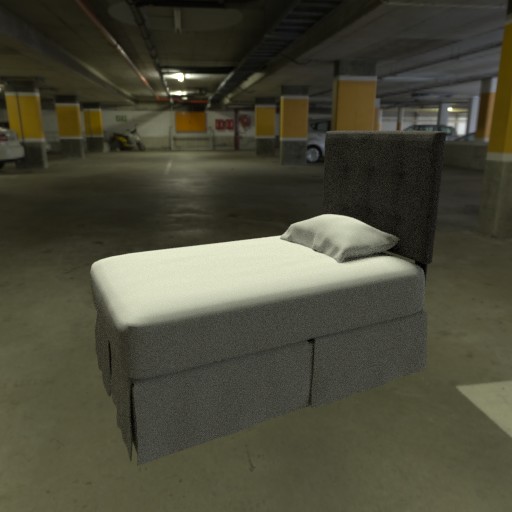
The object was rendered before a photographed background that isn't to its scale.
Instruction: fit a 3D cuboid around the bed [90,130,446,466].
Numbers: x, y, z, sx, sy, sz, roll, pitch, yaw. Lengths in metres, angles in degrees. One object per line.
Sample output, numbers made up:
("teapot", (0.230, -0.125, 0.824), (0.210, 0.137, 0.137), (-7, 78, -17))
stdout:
("bed", (0.000, 0.000, 2.886), (1.997, 1.571, 1.261), (-8, 18, -26))
